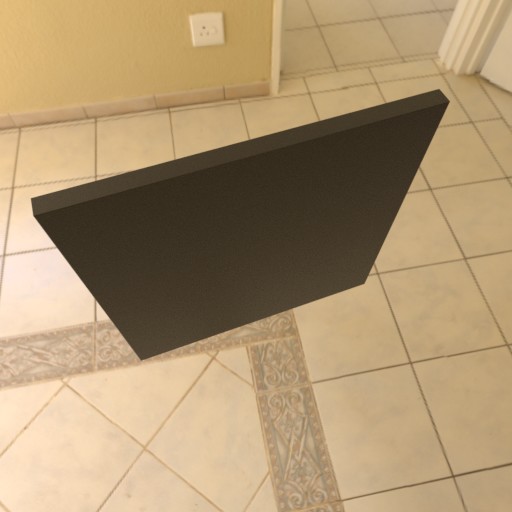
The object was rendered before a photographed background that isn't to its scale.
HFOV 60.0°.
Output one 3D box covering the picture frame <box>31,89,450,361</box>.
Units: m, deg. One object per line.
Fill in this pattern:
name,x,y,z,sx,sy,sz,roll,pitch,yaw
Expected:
picture frame,0.000,0.000,0.808,0.559,0.557,0.029,-18,61,-10
